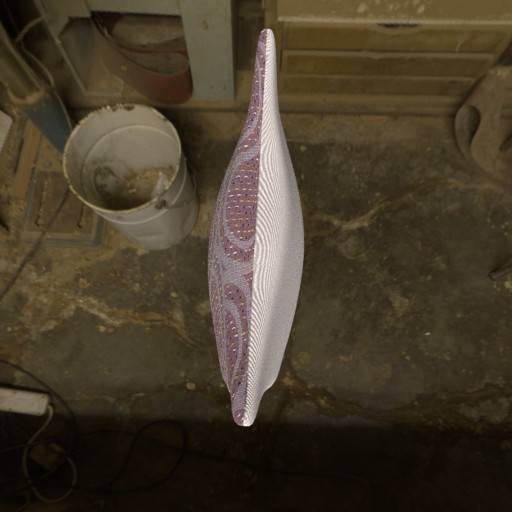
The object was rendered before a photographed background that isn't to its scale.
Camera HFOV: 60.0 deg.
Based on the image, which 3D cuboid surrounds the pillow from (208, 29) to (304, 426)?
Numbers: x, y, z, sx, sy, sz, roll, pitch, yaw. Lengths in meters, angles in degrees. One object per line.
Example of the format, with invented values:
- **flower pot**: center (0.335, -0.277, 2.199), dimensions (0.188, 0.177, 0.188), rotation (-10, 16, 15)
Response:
- **pillow**: center (0.000, 0.000, 0.781), dimensions (0.163, 0.513, 0.514), rotation (3, 75, 1)
